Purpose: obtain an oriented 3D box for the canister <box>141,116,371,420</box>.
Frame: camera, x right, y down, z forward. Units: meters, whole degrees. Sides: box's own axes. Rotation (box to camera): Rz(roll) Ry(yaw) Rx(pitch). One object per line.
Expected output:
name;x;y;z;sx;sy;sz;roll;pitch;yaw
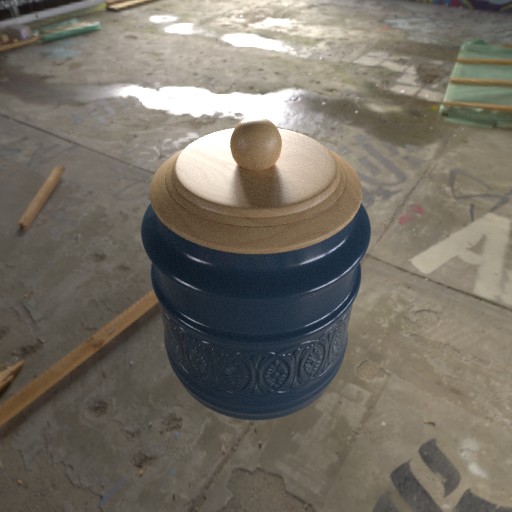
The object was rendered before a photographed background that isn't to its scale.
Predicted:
canister;0.000;0.000;0.274;0.130;0.176;0.130;0;42;0
